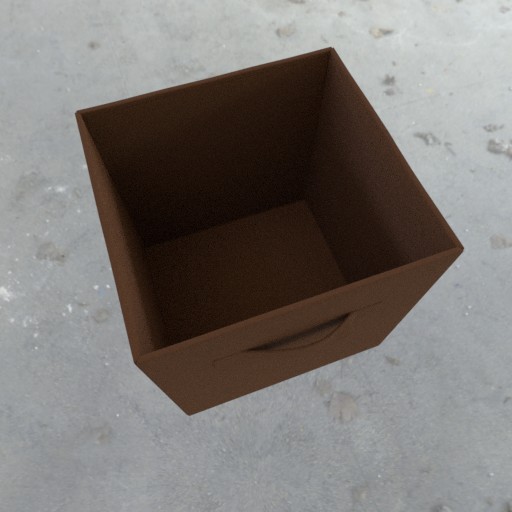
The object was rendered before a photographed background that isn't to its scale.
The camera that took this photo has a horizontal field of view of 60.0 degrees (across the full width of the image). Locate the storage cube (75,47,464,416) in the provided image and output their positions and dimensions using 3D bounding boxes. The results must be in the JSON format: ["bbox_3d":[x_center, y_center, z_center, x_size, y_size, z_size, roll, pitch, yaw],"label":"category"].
[{"bbox_3d":[0.000,0.000,0.501,0.270,0.280,0.270,-18,64,-9],"label":"storage cube"}]
